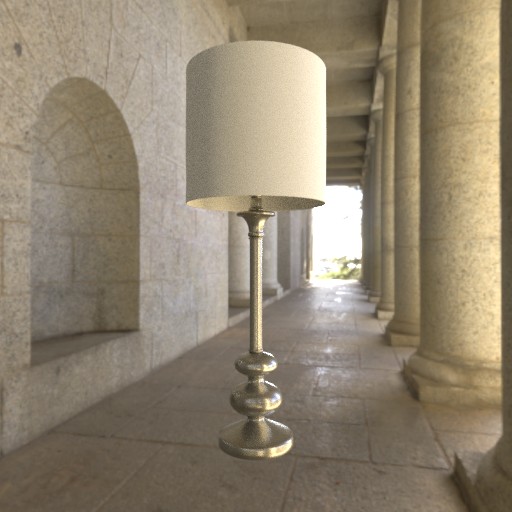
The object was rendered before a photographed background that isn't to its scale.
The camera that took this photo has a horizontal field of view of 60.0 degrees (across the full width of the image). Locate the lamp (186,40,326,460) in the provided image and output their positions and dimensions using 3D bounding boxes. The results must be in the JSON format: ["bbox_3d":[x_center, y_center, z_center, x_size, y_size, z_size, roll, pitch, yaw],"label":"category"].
[{"bbox_3d":[0.000,0.000,0.811,0.254,0.690,0.254,0,0,-17],"label":"lamp"}]
